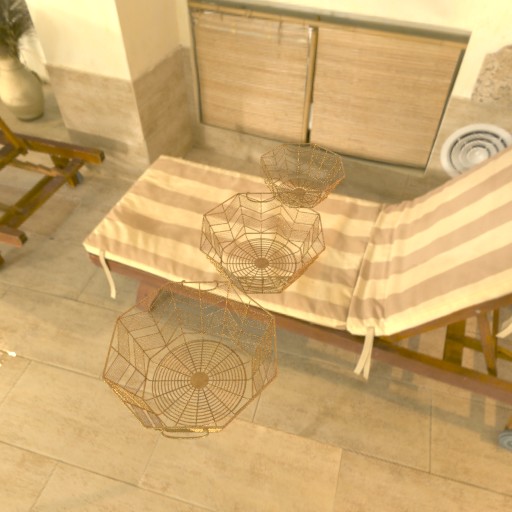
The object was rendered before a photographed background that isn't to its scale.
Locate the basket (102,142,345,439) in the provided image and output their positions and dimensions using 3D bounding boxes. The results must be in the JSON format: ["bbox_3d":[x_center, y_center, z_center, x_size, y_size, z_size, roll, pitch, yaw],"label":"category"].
[{"bbox_3d":[0.000,0.000,1.387,0.432,0.178,1.245,16,49,15],"label":"basket"}]
